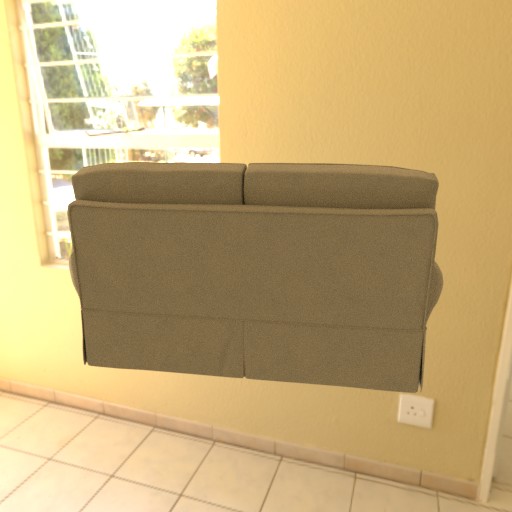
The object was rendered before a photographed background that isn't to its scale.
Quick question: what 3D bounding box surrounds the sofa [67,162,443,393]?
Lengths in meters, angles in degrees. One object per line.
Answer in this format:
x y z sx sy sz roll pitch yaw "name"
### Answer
0.000 0.000 2.411 1.823 1.024 0.841 2 15 9 "sofa"
